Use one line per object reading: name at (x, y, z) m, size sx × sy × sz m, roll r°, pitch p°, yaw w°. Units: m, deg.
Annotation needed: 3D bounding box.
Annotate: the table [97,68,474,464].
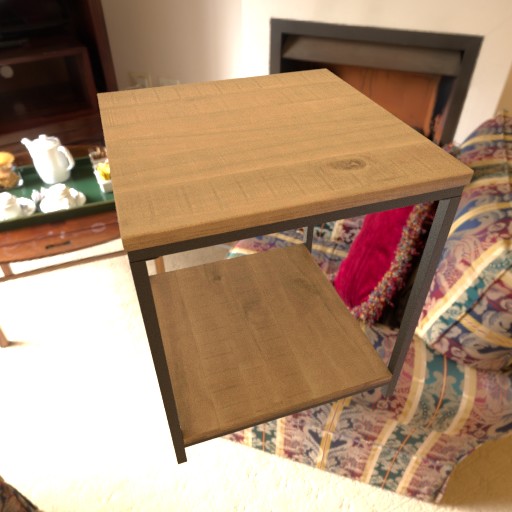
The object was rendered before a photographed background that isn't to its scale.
table at (0.000, 0.000, 0.961) m, size 0.507 × 0.589 × 0.503 m, roll -12°, pitch 41°, yaw -14°
